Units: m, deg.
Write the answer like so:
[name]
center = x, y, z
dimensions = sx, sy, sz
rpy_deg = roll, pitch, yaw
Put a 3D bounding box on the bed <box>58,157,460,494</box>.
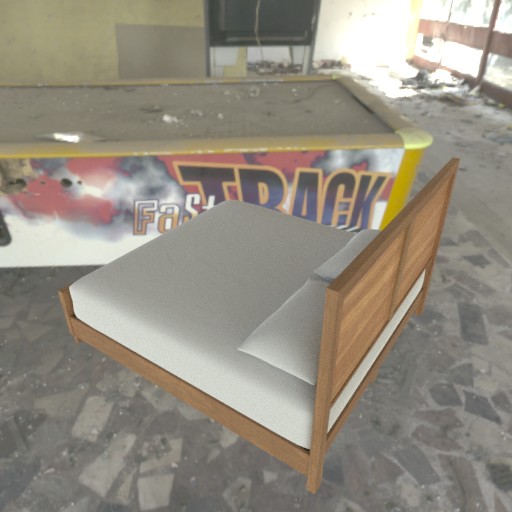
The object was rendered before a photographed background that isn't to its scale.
[bed]
center = 0.000, 0.000, 3.367
dimensions = 2.184, 1.387, 2.003
rpy_deg = 20, 36, 29
